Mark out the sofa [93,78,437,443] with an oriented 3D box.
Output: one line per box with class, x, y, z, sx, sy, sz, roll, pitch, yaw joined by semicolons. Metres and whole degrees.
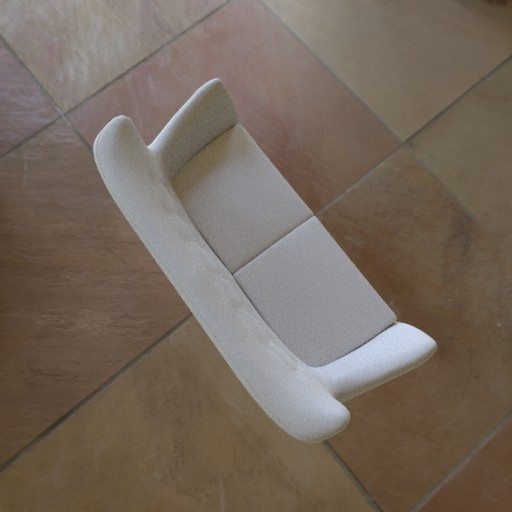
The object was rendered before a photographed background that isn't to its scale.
sofa;0.000;0.000;2.484;0.899;0.890;1.930;-36;79;-8
